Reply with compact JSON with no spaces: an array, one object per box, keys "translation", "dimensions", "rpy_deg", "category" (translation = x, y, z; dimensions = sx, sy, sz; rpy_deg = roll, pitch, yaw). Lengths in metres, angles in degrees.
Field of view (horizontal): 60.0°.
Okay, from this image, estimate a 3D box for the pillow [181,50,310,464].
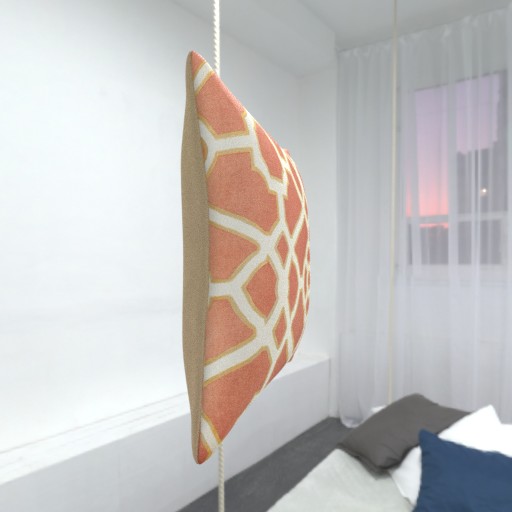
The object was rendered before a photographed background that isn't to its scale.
[{"translation":[0.000,0.000,0.803],"dimensions":[0.166,0.508,0.552],"rpy_deg":[0,0,16],"category":"pillow"}]
